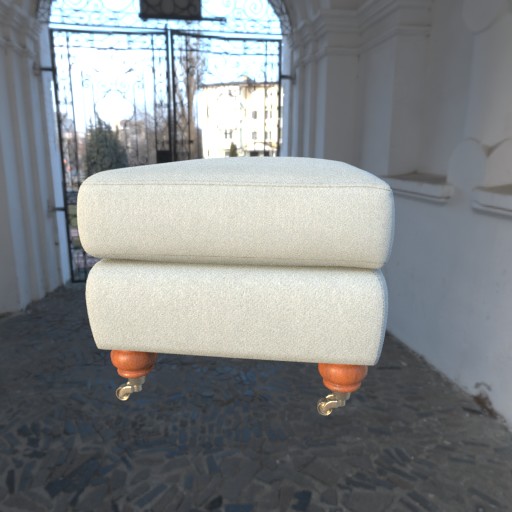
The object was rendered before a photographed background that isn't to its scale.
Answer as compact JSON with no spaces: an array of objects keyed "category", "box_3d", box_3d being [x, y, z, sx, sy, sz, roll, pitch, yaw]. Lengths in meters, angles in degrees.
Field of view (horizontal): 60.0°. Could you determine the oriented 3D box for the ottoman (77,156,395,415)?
[{"category":"ottoman","box_3d":[0.000,0.000,1.143,0.569,0.499,0.773,2,14,7]}]
